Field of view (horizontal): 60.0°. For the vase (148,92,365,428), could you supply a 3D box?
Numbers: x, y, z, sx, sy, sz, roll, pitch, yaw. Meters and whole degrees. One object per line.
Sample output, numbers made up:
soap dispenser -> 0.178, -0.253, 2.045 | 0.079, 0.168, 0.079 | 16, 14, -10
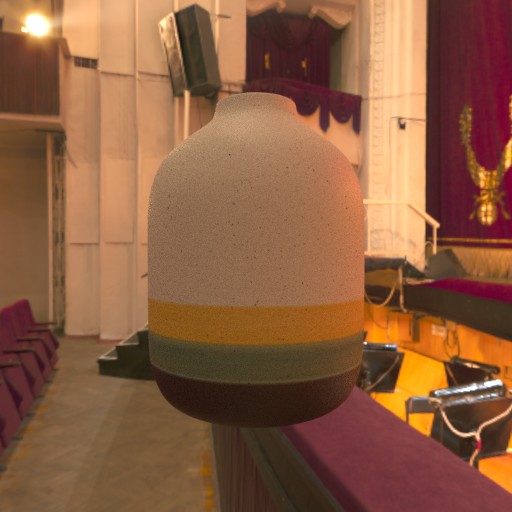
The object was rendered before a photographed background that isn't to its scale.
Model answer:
vase -> 0.000, 0.000, 0.356 | 0.169, 0.240, 0.169 | 0, 1, 0
